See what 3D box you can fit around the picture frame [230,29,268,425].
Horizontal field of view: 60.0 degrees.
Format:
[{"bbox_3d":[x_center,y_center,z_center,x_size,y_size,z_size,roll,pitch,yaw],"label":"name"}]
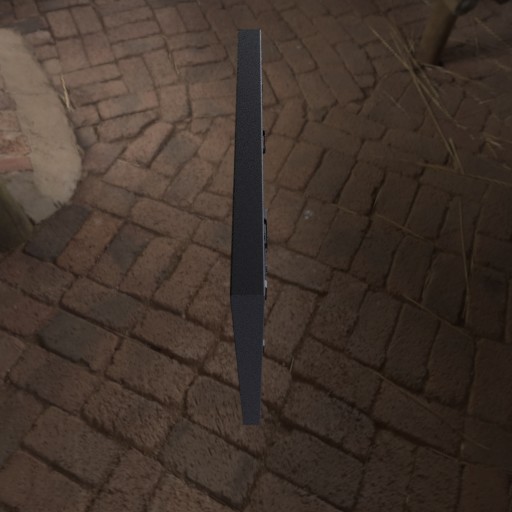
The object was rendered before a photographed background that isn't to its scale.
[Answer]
[{"bbox_3d":[0.000,0.000,0.532,0.036,0.383,0.307,0,57,0],"label":"picture frame"}]
